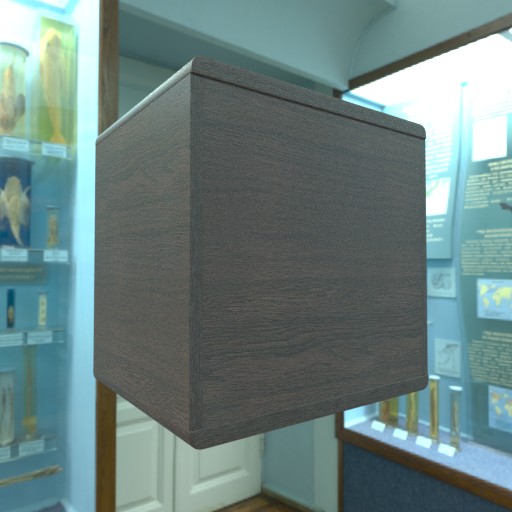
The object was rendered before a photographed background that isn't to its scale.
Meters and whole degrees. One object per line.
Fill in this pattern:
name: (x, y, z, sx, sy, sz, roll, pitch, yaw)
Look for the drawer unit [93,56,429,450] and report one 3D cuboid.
drawer unit: (0.000, 0.000, 0.596, 0.344, 0.344, 0.290, 1, -2, -36)
